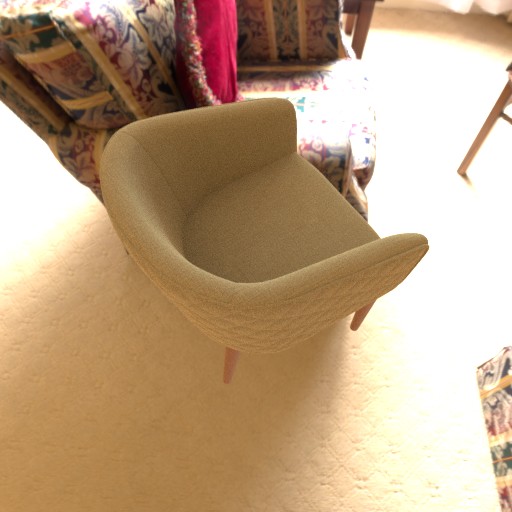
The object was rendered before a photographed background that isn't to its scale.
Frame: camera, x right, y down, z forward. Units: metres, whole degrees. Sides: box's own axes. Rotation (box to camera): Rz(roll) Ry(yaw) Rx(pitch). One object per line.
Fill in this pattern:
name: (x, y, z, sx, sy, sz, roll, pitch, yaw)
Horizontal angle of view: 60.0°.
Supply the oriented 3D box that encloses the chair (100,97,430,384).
chair: (0.000, 0.000, 1.218, 0.616, 0.775, 0.584, -29, 63, -16)
